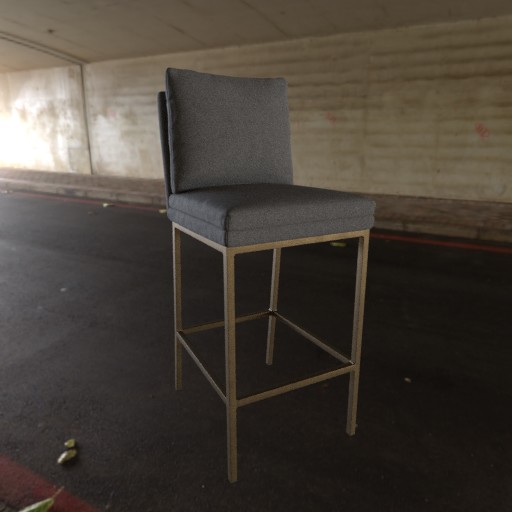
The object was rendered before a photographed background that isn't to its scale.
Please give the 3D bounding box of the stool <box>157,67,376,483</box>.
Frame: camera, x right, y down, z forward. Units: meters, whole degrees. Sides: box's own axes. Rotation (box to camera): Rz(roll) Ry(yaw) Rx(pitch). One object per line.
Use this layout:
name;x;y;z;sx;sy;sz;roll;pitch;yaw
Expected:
stool;0.000;0.000;1.413;0.463;1.130;0.569;-8;18;-27
